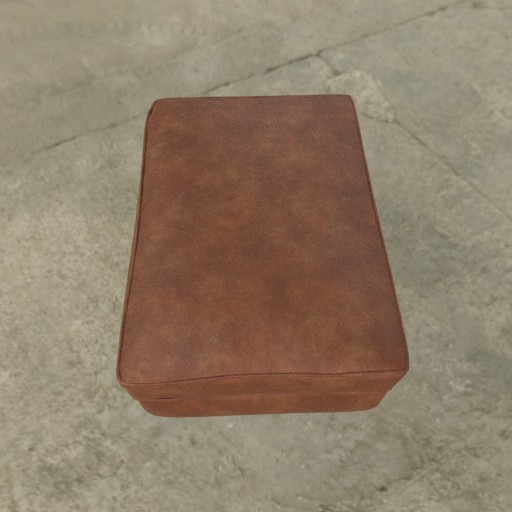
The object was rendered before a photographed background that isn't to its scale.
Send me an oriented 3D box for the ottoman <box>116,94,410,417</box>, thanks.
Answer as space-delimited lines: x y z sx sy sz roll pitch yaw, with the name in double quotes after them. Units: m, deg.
0.000 0.000 0.991 0.501 0.418 0.665 -2 59 -1 "ottoman"
